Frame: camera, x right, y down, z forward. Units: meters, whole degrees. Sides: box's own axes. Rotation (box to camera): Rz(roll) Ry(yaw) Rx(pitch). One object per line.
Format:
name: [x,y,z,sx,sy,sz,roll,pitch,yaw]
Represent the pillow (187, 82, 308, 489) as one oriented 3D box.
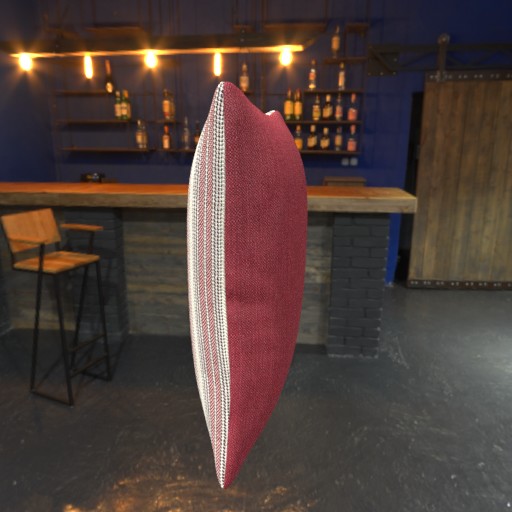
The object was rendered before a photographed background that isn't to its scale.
pillow: [0.000,0.000,0.751,0.166,0.497,0.513,2,15,8]
